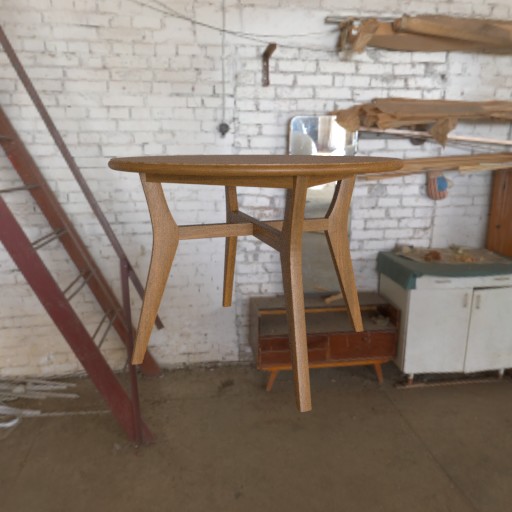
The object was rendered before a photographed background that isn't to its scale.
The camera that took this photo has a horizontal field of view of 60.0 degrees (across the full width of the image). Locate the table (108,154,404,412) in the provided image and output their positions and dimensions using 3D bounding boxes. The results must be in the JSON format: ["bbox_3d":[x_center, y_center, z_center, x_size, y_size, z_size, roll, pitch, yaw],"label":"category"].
[{"bbox_3d":[0.000,0.000,1.748,1.055,0.757,1.055,0,14,0],"label":"table"}]
